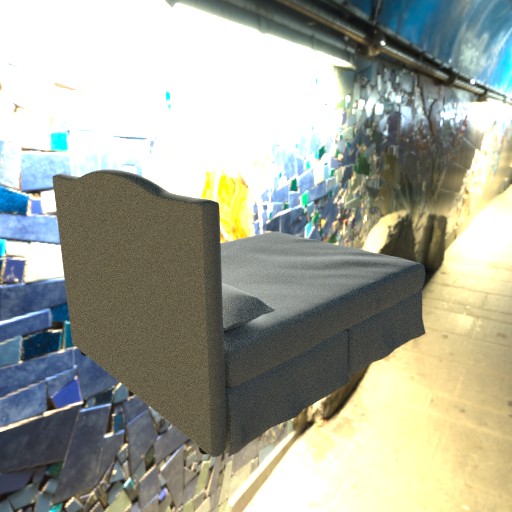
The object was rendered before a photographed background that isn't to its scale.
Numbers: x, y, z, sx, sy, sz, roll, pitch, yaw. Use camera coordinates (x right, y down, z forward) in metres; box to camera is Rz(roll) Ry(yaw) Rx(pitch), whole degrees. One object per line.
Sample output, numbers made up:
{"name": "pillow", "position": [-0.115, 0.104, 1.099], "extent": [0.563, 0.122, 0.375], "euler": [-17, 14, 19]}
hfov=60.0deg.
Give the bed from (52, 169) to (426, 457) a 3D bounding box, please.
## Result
{"name": "bed", "position": [0.000, 0.000, 3.403], "extent": [2.282, 1.436, 1.821], "euler": [-15, 22, -42]}
